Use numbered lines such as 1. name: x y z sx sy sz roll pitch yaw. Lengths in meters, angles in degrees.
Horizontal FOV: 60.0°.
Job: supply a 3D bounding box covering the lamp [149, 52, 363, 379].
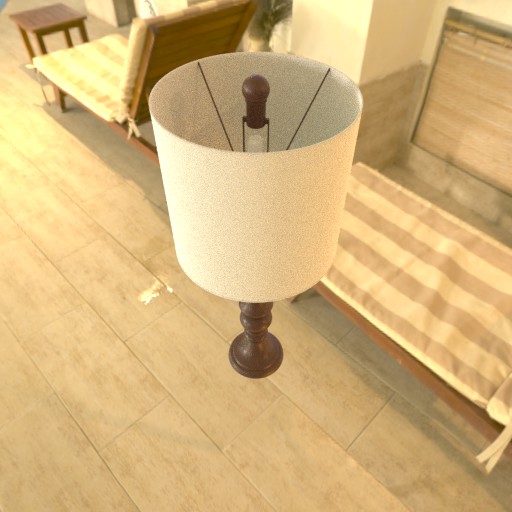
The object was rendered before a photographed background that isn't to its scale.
1. lamp: 0.000 0.000 0.723 0.250 0.597 0.250 -30 53 -26
